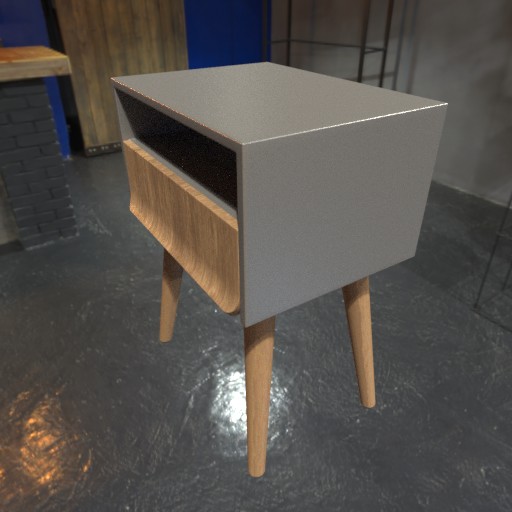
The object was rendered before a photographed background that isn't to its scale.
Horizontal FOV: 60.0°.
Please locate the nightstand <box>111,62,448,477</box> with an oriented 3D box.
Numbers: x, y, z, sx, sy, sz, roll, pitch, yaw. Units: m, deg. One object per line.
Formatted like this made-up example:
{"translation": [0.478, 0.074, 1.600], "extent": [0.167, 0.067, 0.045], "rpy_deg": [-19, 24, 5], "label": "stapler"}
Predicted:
{"translation": [0.000, 0.000, 0.708], "extent": [0.288, 0.508, 0.370], "rpy_deg": [-19, 36, -28], "label": "nightstand"}
